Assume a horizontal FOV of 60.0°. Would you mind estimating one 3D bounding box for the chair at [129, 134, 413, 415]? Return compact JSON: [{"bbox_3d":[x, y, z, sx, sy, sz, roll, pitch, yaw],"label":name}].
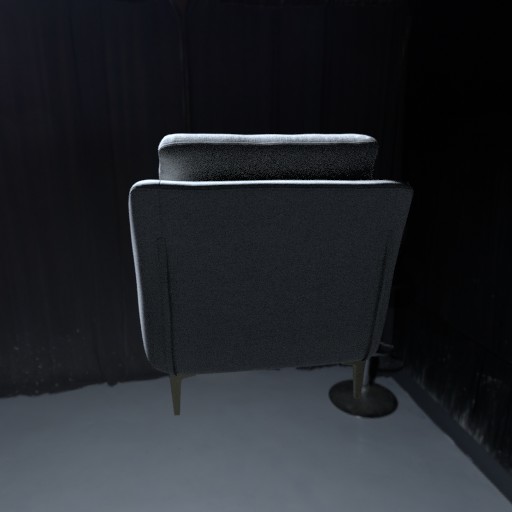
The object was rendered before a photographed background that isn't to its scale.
[{"bbox_3d":[0.000,0.000,1.702,0.986,0.902,0.961,-2,15,-9],"label":"chair"}]
